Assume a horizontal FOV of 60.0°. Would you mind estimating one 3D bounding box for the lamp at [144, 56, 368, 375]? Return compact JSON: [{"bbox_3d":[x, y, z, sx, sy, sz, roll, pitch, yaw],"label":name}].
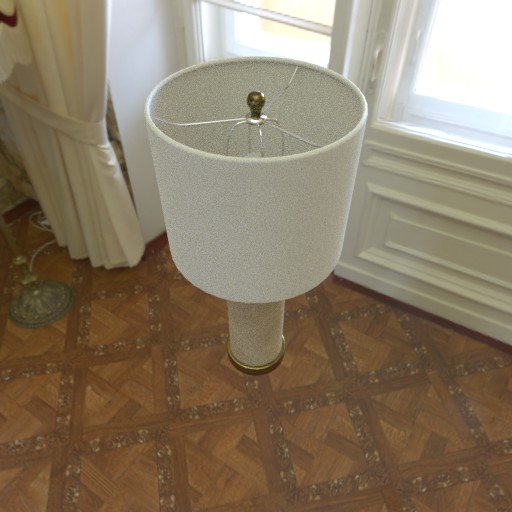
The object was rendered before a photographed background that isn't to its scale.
[{"bbox_3d":[0.000,0.000,0.828,0.305,0.634,0.305,-10,46,-9],"label":"lamp"}]
